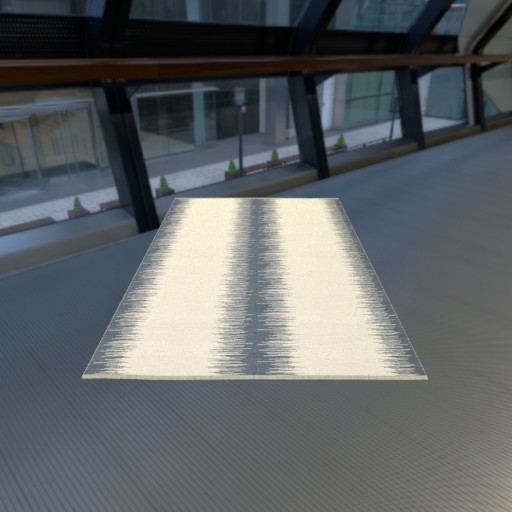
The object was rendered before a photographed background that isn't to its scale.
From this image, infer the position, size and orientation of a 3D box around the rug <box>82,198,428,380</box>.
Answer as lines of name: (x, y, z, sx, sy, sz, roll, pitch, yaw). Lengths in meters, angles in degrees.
rug: (0.000, 0.000, 3.032, 1.519, 0.003, 2.453, 0, 26, 0)
